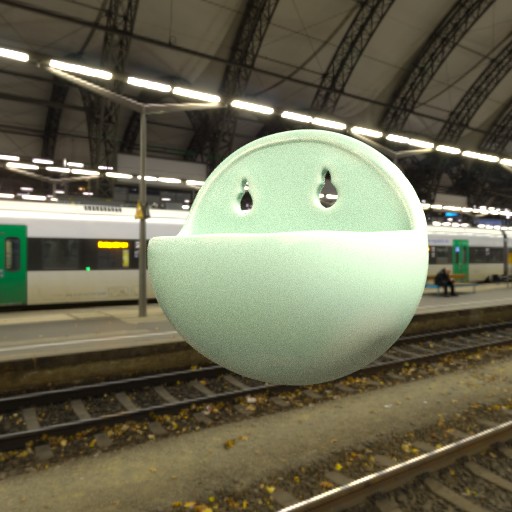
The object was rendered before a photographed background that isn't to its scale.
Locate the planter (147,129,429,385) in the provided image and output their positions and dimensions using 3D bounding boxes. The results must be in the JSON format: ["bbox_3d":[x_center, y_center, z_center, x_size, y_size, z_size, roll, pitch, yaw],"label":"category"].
[{"bbox_3d":[0.000,0.000,0.268,0.189,0.164,0.073,0,0,36],"label":"planter"}]
